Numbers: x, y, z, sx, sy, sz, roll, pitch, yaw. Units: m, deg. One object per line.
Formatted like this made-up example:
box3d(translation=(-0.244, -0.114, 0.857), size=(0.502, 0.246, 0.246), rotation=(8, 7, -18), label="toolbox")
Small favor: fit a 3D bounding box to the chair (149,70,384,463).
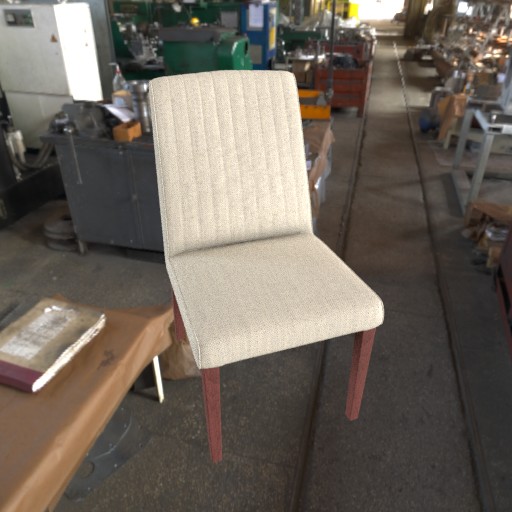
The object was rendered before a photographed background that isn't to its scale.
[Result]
box3d(translation=(0.000, 0.000, 1.247), size=(0.480, 0.900, 0.594), rotation=(-10, 32, -16), label="chair")
